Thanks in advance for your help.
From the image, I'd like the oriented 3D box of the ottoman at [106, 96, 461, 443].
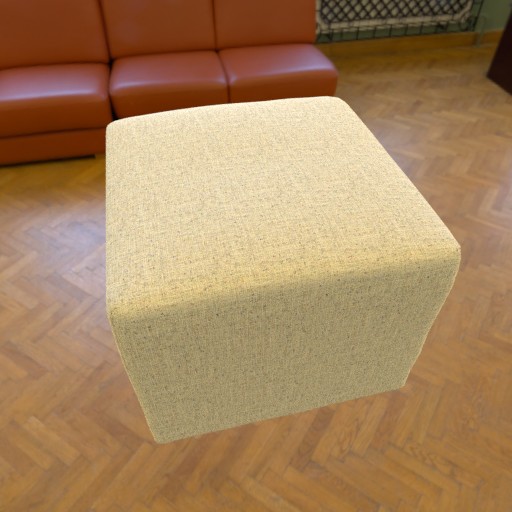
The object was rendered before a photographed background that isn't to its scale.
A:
[{"bbox_3d":[0.000,0.000,0.897,0.512,0.453,0.521,-10,46,-9],"label":"ottoman"}]
